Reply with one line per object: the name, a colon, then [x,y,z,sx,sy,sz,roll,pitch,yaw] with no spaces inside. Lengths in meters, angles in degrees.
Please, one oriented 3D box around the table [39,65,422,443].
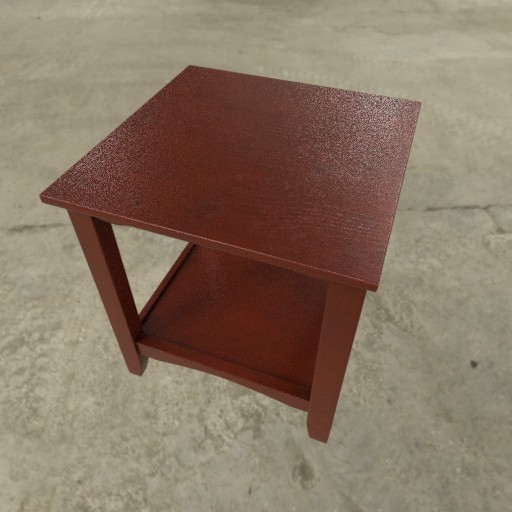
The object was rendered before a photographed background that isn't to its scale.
table: [0.000,0.000,0.958,0.523,0.558,0.522,17,48,16]
